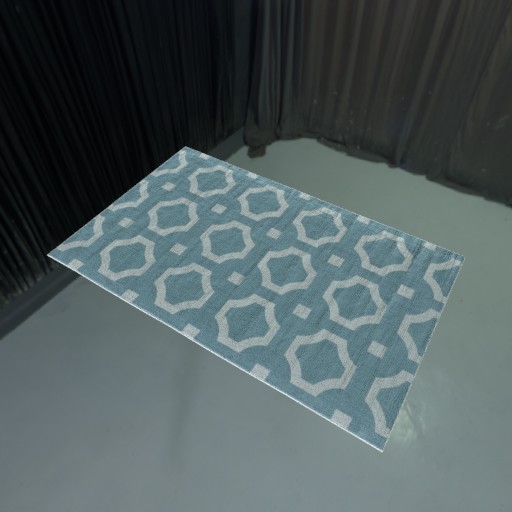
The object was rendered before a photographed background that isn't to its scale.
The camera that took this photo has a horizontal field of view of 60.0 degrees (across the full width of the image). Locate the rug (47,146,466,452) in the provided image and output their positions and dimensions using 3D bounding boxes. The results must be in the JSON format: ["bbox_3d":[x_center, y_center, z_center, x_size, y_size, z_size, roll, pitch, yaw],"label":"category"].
[{"bbox_3d":[0.000,0.000,3.048,2.443,0.015,1.528,25,53,21],"label":"rug"}]
